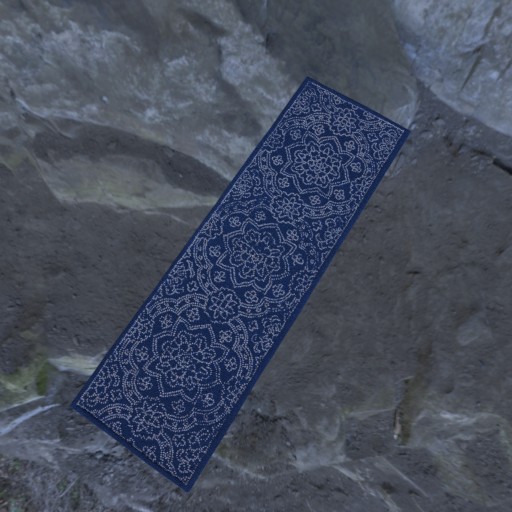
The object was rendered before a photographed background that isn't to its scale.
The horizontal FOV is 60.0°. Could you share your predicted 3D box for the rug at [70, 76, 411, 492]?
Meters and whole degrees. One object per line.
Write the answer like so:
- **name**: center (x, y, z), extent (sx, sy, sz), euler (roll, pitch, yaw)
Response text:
- **rug**: center (0.000, 0.000, 2.562), extent (0.769, 0.012, 2.448), euler (32, 76, 9)
